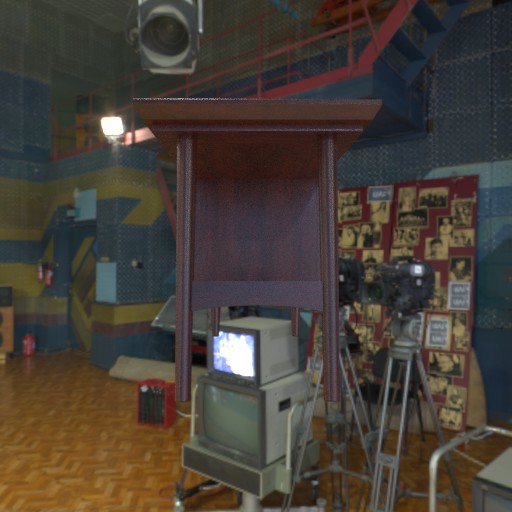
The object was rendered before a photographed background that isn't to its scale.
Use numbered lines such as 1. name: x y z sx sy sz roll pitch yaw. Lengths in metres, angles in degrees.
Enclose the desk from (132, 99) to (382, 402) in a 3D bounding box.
1. desk: 0.000 0.000 1.720 0.612 0.758 1.277 0 -1 0
